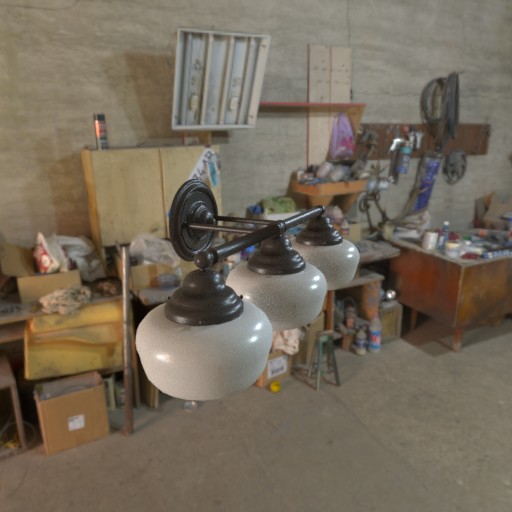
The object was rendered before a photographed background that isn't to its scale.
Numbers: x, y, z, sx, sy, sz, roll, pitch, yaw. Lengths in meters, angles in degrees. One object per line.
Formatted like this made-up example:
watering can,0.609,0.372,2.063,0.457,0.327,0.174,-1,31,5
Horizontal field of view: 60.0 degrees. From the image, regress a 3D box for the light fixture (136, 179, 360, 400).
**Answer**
light fixture,0.000,0.000,0.728,0.239,0.242,0.587,7,16,26
